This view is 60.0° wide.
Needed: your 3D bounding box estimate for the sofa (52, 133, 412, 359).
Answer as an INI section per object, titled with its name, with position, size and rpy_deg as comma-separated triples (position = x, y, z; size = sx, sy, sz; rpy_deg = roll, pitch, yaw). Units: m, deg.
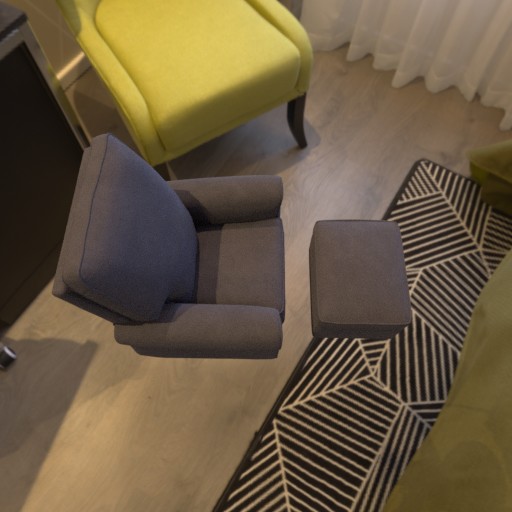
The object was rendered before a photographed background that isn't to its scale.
[sofa]
position = 0.000, 0.000, 2.061
size = 1.478, 0.959, 0.880
rpy_deg = 1, 65, 0
